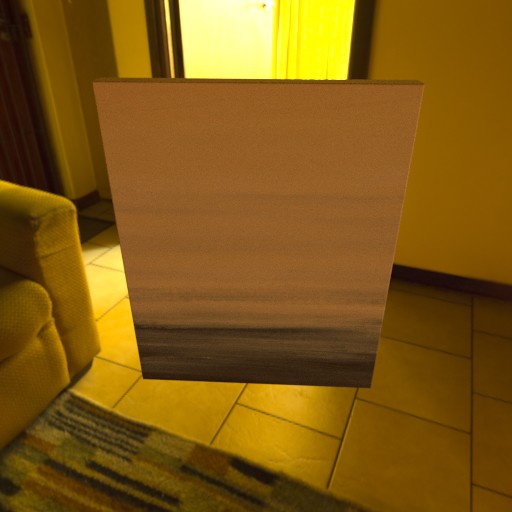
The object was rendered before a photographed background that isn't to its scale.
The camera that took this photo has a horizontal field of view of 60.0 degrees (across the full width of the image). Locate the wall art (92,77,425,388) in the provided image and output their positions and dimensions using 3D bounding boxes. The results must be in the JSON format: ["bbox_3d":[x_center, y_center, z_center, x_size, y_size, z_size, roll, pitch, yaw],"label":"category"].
[{"bbox_3d":[0.000,0.000,0.818,0.489,0.608,0.040,2,30,3],"label":"wall art"}]
